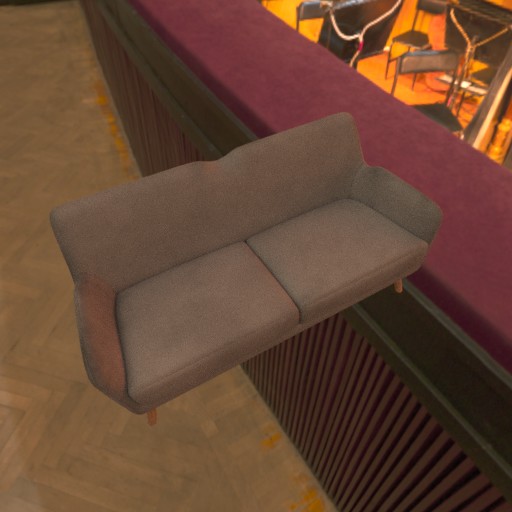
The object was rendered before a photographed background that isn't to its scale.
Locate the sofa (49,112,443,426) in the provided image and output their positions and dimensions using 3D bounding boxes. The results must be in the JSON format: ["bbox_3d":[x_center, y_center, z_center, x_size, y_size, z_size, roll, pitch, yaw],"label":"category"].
[{"bbox_3d":[0.000,0.000,2.300,1.870,0.810,0.850,-24,52,-20],"label":"sofa"}]
